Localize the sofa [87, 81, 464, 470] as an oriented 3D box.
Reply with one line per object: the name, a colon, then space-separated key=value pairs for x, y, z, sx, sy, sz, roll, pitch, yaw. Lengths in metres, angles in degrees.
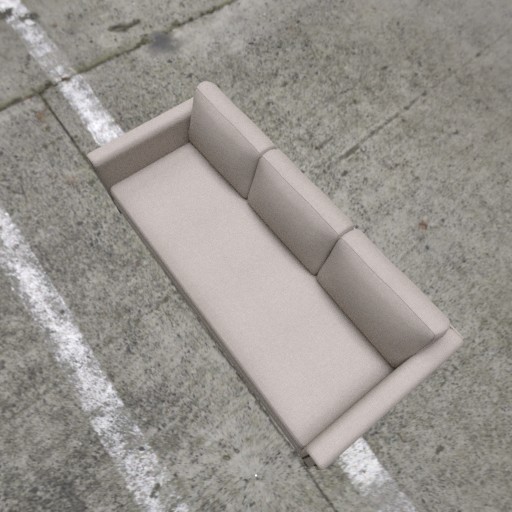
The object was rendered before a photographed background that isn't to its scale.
sofa: x=0.000 y=0.000 z=2.663 sx=0.959 sy=0.838 sz=2.210 roll=-34 pitch=69 yaw=-16
